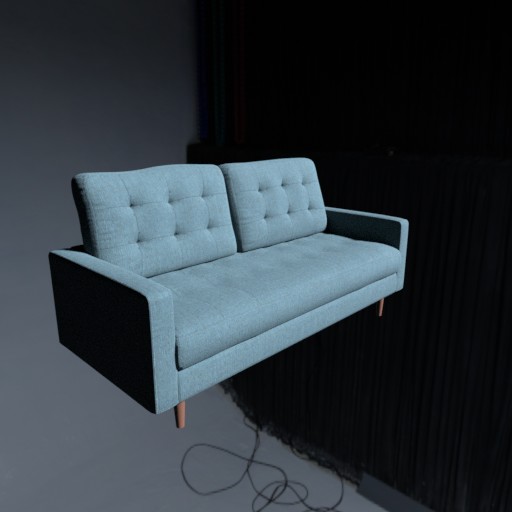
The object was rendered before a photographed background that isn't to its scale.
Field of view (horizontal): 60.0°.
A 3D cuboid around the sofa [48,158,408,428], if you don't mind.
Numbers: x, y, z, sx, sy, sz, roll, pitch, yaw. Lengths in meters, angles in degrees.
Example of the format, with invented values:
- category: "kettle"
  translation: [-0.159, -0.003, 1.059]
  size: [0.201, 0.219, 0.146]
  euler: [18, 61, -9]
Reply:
- category: "sofa"
  translation: [0.000, 0.000, 2.587]
  size: [0.966, 1.050, 2.010]
  euler: [15, 21, 42]
